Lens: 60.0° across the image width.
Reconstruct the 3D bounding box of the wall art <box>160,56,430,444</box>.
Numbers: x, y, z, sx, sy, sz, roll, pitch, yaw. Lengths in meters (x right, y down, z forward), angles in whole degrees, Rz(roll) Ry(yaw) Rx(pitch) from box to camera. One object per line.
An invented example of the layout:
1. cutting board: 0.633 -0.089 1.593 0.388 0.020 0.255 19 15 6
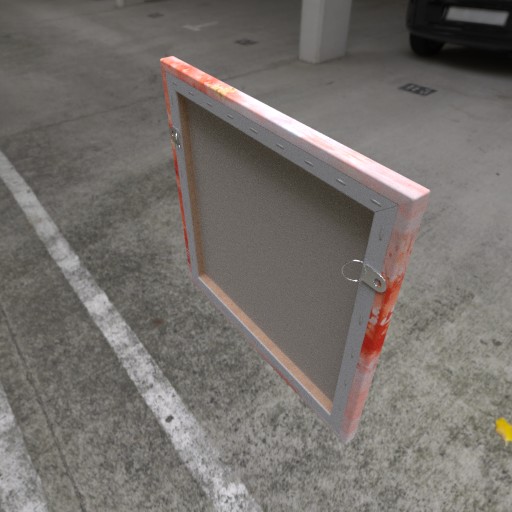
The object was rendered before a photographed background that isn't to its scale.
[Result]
1. wall art: 0.000 0.000 1.091 0.064 0.746 0.747 -27 48 -27
